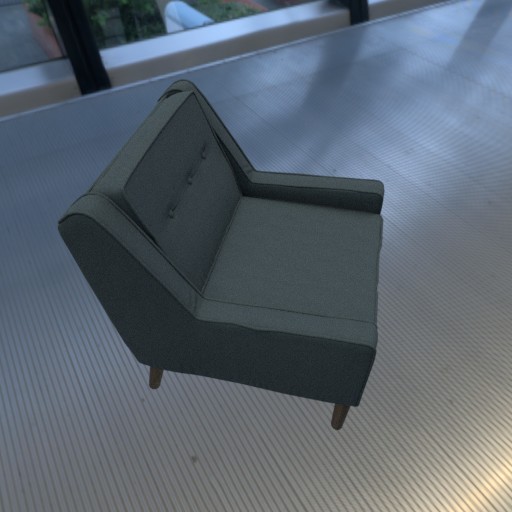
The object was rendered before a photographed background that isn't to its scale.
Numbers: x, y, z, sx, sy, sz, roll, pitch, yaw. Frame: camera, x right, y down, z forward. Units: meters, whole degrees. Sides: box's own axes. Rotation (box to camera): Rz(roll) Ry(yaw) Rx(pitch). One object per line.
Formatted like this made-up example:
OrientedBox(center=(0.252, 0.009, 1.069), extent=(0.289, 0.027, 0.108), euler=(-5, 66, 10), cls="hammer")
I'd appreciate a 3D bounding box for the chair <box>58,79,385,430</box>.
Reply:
OrientedBox(center=(0.000, 0.000, 1.333), extent=(0.733, 0.780, 0.663), euler=(9, 46, 9), cls="chair")
